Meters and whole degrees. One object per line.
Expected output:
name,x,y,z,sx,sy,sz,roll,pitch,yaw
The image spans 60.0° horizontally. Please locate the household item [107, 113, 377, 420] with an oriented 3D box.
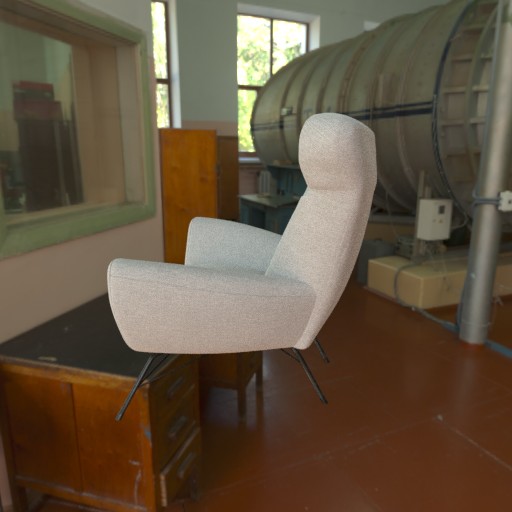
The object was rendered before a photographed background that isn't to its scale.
household item,0.000,0.000,1.802,0.900,1.050,0.980,2,14,9
